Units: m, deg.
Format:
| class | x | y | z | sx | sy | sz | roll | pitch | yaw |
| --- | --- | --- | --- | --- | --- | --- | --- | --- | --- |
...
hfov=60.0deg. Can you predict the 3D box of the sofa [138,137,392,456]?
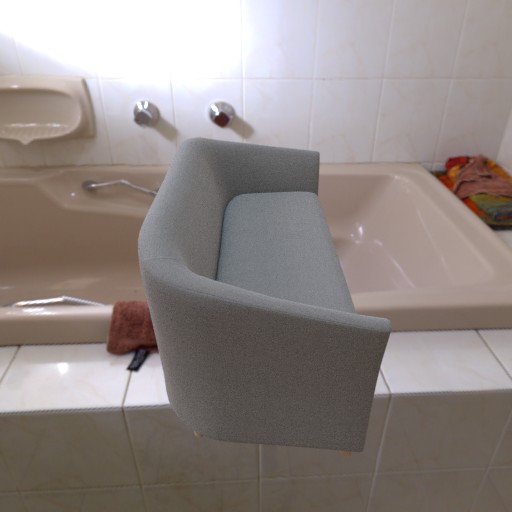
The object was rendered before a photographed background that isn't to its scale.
| class | x | y | z | sx | sy | sz | roll | pitch | yaw |
| --- | --- | --- | --- | --- | --- | --- | --- | --- | --- |
| sofa | 0.000 | 0.000 | 1.862 | 0.705 | 0.721 | 1.452 | 0 | 31 | 0 |
